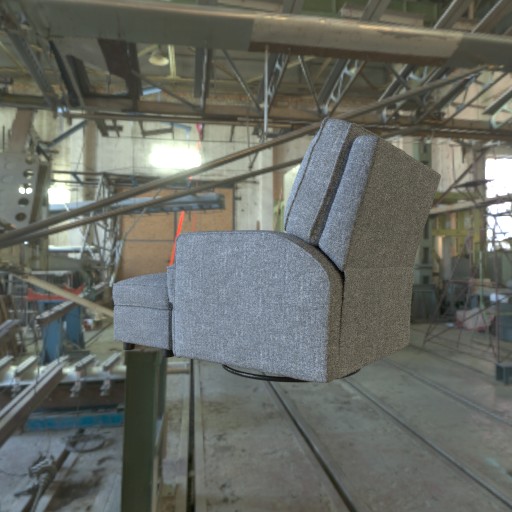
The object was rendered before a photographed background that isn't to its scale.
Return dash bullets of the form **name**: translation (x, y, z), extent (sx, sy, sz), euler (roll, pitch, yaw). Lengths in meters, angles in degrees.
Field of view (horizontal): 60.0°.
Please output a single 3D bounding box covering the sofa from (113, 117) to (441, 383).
- **sofa**: translation (0.000, 0.000, 2.077), extent (1.472, 0.959, 0.861), euler (-1, -1, 36)
